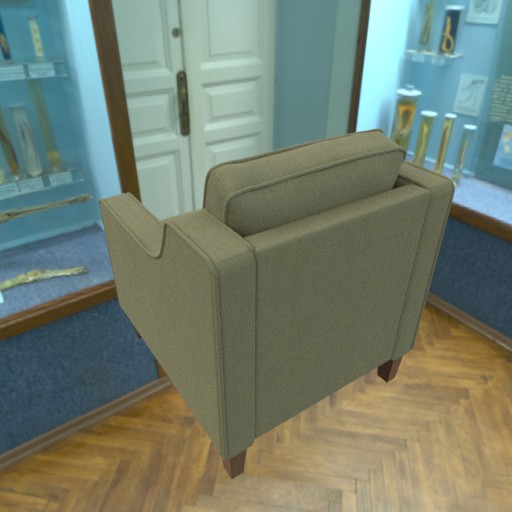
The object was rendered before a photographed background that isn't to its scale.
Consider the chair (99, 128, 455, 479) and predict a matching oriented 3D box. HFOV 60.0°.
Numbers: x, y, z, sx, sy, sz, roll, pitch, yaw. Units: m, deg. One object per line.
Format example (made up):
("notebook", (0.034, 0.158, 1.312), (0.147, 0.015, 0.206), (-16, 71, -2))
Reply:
("chair", (0.000, 0.000, 1.614), (0.831, 0.960, 0.909), (-19, 37, -28))
